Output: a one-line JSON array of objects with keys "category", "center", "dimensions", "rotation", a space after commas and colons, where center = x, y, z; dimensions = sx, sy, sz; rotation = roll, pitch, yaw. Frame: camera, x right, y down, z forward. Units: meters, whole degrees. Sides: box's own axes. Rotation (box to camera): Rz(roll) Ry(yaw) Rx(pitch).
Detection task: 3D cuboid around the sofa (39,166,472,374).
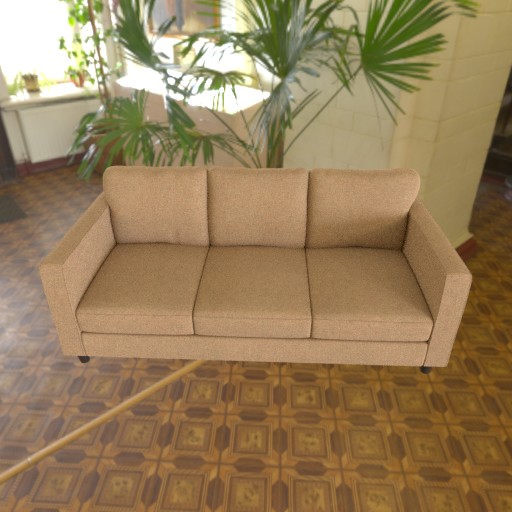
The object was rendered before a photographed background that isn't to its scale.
[{"category": "sofa", "center": [0.000, 0.000, 2.357], "dimensions": [1.855, 0.800, 0.930], "rotation": [1, 31, 2]}]
